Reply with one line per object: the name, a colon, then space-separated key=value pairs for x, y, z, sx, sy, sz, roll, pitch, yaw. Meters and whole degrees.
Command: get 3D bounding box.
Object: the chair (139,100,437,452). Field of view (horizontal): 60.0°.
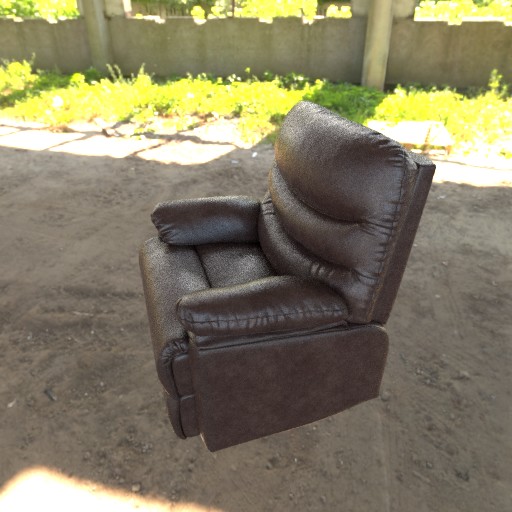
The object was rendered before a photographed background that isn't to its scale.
chair: x=0.000 y=0.000 z=1.729 sx=0.879 sy=1.041 sz=0.940 roll=-9 pitch=31 yaw=-15
